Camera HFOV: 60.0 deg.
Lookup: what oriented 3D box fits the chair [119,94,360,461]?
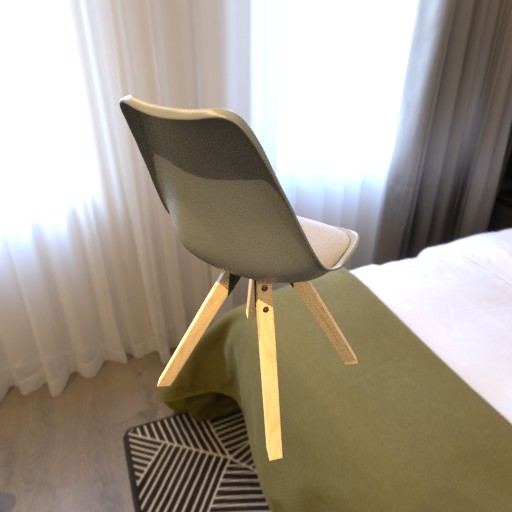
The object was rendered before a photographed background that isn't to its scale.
[{"bbox_3d":[0.000,0.000,1.170,0.485,0.850,0.550,20,35,32],"label":"chair"}]
